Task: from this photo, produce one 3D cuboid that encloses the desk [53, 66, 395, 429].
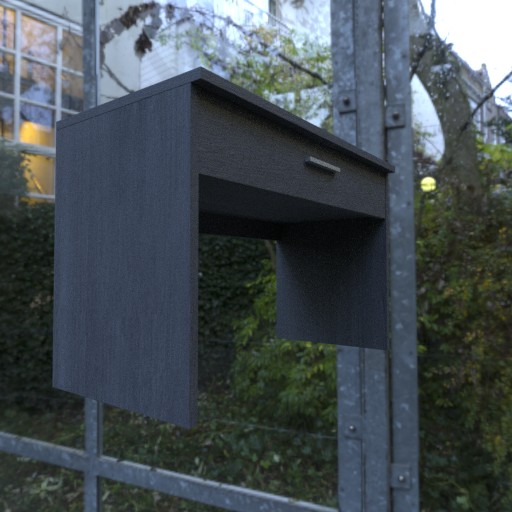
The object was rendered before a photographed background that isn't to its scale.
[{"bbox_3d":[0.000,0.000,1.487,0.557,0.729,1.099,-1,-2,37],"label":"desk"}]
